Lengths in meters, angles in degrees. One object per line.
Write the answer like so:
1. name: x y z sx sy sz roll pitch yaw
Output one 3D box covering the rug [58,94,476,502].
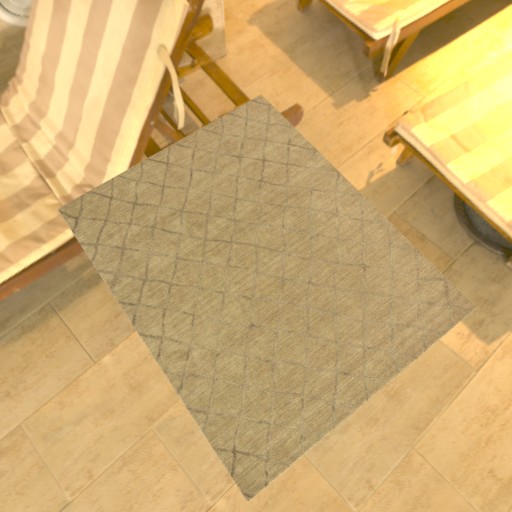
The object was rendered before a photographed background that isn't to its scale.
1. rug: 0.000 0.000 3.986 2.420 0.019 3.038 -34 69 -15
